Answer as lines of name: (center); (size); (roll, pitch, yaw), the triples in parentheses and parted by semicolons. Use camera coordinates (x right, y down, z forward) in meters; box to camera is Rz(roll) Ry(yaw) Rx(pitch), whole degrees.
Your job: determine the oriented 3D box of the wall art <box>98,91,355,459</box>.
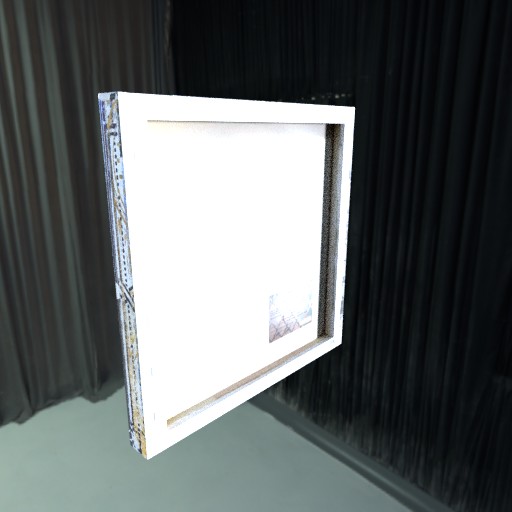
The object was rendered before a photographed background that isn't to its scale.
wall art: (0.000, 0.000, 0.622); (0.038, 0.410, 0.411); (15, 22, 42)
